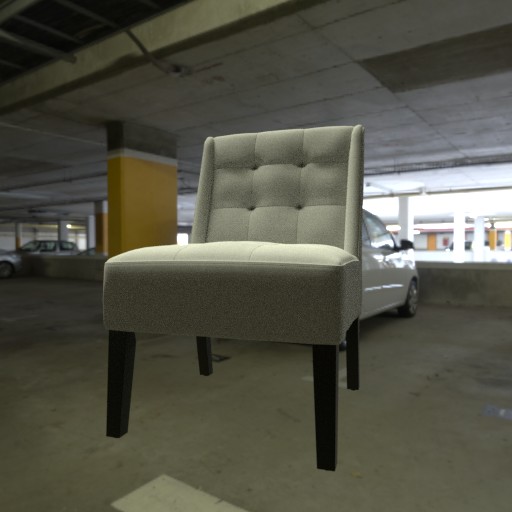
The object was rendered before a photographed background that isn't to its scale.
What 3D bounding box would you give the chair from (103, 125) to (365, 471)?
[{"bbox_3d":[0.000,0.000,1.266,0.569,0.853,0.676,0,1,18],"label":"chair"}]
